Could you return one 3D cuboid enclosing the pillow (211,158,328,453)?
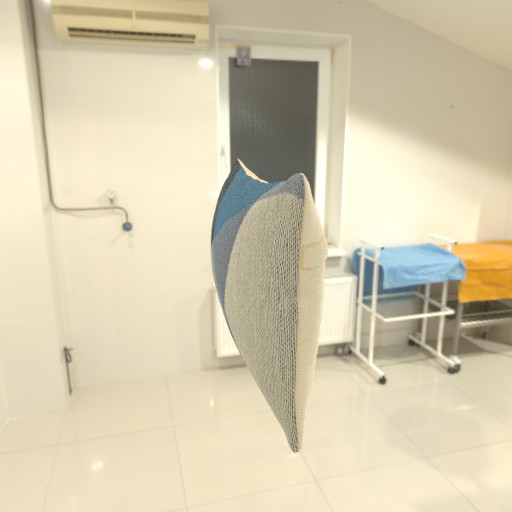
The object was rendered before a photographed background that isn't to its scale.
[{"bbox_3d":[0.000,0.000,0.739,0.148,0.307,0.604,-2,14,-8],"label":"pillow"}]
